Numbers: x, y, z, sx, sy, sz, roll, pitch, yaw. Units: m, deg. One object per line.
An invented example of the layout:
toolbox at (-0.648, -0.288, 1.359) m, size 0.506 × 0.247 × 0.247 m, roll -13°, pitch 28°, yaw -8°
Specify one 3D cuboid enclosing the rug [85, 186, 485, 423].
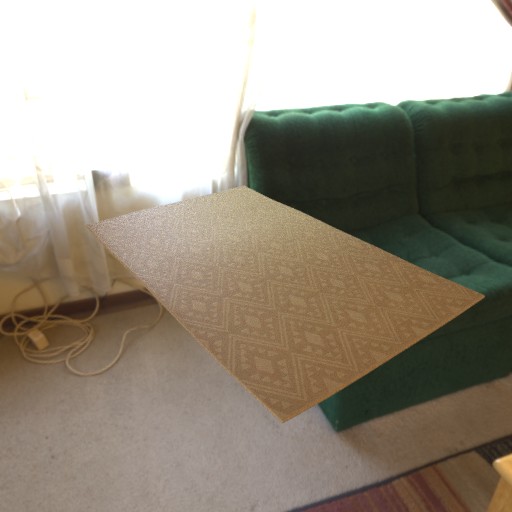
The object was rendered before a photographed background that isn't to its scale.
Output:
rug at (0.000, 0.000, 3.048) m, size 1.553 × 0.053 × 2.430 m, roll -20°, pitch 34°, yaw -32°
